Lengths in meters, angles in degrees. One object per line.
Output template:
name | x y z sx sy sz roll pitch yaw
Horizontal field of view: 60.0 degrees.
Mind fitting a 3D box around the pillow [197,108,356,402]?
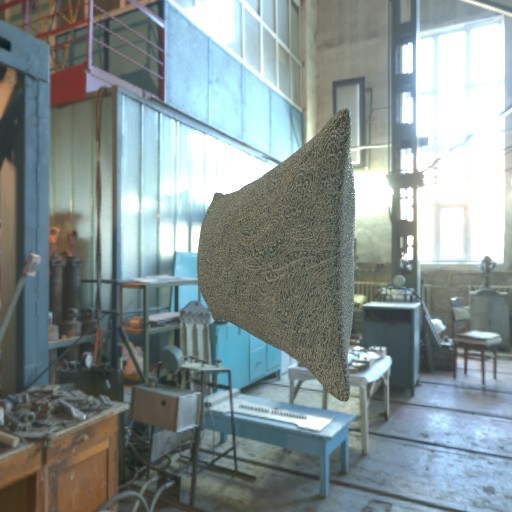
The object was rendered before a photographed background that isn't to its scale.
pillow | 0.000 0.000 0.732 0.151 0.295 0.615 0 0 -17
